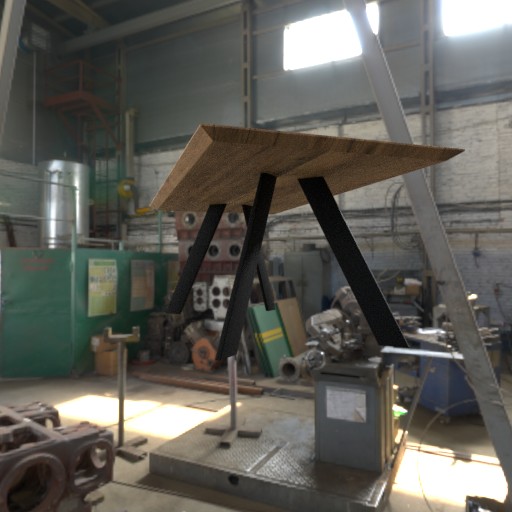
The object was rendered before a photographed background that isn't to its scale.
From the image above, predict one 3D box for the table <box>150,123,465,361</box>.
[{"bbox_3d":[0.000,0.000,2.450,1.000,0.770,2.000,0,-1,-18],"label":"table"}]
